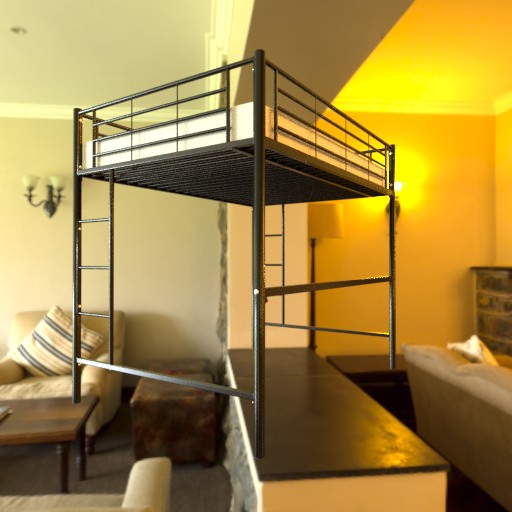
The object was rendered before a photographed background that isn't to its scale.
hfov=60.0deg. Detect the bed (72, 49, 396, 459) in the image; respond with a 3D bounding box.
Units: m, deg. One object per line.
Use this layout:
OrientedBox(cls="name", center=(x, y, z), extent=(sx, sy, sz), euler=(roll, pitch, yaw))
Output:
OrientedBox(cls="bed", center=(0.000, 0.000, 3.149), extent=(1.397, 1.803, 1.994), euler=(0, -1, 34))
